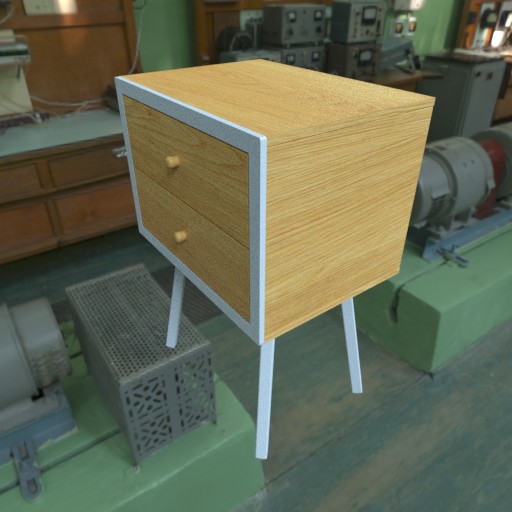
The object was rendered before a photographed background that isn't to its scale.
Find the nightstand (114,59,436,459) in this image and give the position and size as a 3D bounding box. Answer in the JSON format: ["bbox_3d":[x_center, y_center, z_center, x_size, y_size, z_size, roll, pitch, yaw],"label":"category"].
[{"bbox_3d":[0.000,0.000,0.825,0.316,0.601,0.400,-22,38,-30],"label":"nightstand"}]
